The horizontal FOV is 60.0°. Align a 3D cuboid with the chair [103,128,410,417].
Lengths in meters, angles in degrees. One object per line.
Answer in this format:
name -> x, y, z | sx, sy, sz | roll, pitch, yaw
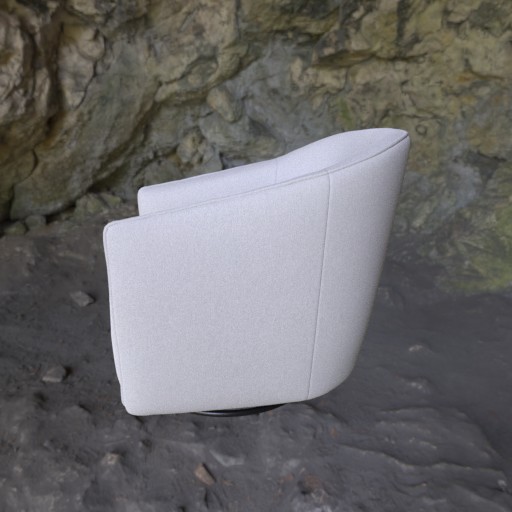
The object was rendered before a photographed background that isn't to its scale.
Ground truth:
chair -> 0.000, 0.000, 1.439 | 0.875, 0.799, 0.747 | -2, 16, -8
